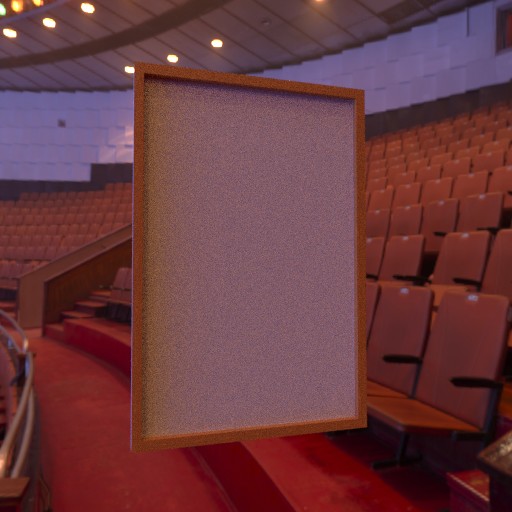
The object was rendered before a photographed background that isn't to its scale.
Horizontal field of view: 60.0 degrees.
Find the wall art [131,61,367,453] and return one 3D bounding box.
[{"bbox_3d":[0.000,0.000,1.136,0.610,0.916,0.037,0,-2,-16],"label":"wall art"}]
